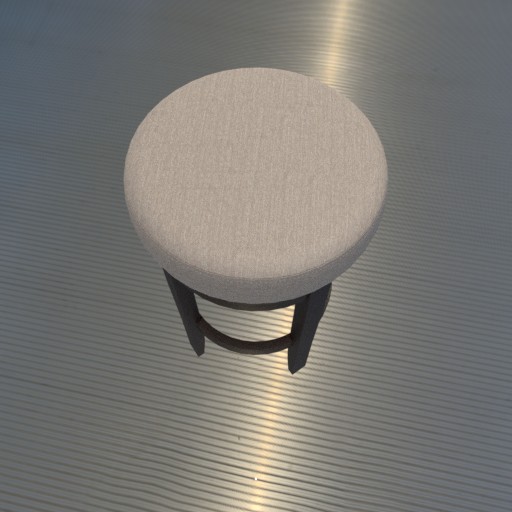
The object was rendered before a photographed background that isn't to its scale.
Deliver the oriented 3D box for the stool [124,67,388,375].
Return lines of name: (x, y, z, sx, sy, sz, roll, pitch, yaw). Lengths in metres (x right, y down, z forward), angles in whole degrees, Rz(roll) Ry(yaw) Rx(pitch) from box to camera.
stool: (0.000, 0.000, 1.032, 0.443, 0.757, 0.443, 0, 63, 0)
